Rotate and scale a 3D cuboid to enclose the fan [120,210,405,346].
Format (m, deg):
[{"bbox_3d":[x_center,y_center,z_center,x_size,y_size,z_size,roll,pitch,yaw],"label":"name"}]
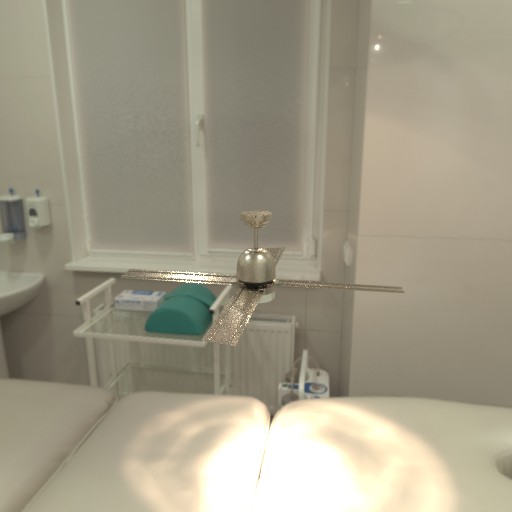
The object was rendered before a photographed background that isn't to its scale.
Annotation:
[{"bbox_3d":[0.000,0.000,2.081,1.346,0.406,1.346,2,15,9],"label":"fan"}]
